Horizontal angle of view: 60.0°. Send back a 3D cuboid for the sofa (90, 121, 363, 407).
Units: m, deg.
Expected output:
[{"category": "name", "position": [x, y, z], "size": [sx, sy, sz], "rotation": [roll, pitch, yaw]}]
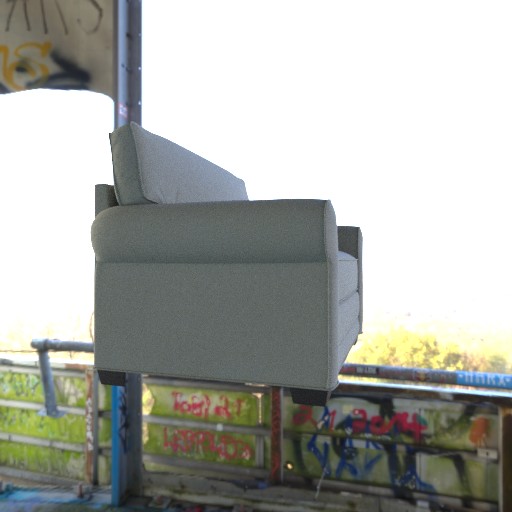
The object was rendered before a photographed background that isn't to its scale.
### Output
[{"category": "sofa", "position": [0.000, 0.000, 2.163], "size": [0.937, 1.006, 1.405], "rotation": [0, -1, 18]}]
